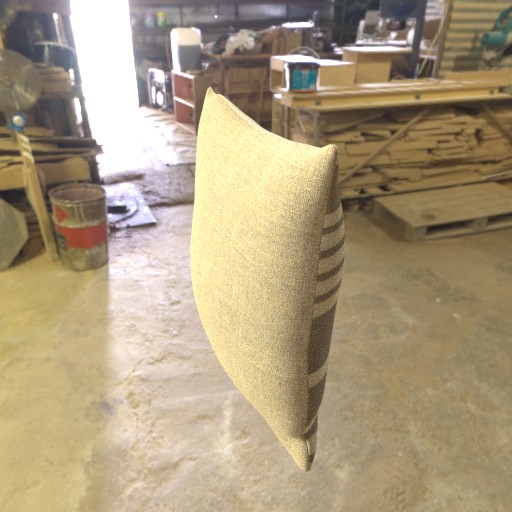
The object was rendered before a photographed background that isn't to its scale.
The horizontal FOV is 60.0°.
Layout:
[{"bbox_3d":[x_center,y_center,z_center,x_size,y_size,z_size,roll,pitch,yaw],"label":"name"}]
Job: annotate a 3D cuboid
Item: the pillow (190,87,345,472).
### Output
[{"bbox_3d":[0.000,0.000,0.673,0.182,0.440,0.439,-10,31,-18],"label":"pillow"}]
